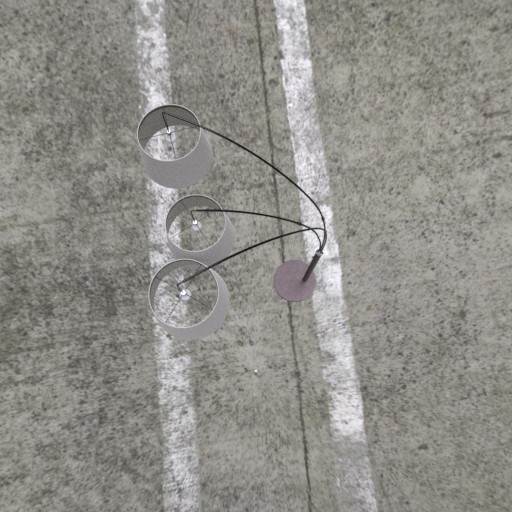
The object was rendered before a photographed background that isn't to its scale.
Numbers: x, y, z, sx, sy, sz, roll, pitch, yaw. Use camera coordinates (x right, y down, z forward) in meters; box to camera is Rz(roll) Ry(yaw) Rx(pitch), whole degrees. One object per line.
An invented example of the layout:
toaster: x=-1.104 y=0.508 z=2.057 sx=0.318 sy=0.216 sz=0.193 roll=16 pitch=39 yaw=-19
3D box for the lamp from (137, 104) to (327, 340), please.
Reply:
lamp: x=0.000 y=0.000 z=2.482 sx=0.924 sy=1.950 sz=0.951 roll=-6 pitch=76 yaw=-2
